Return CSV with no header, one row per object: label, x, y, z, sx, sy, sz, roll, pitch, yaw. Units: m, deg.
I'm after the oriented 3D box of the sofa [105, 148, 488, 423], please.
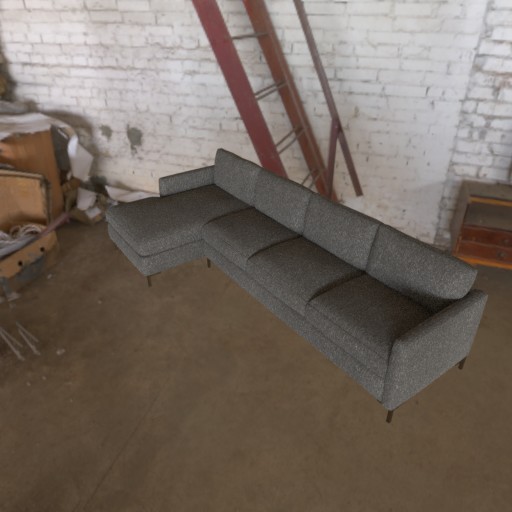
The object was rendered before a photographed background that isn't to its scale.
sofa,0.000,0.000,3.387,1.350,0.810,2.932,-21,37,-30
